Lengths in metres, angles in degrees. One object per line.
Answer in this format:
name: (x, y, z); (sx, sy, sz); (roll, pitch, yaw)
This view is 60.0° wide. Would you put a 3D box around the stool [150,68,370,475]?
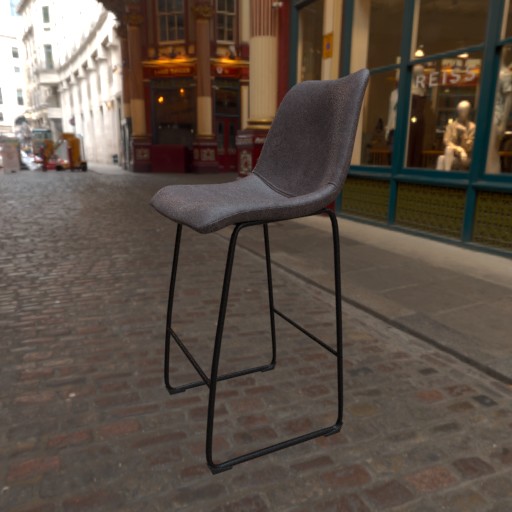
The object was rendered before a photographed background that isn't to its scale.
stool: (0.000, 0.000, 1.384); (0.561, 1.082, 0.514); (-7, 16, -25)
